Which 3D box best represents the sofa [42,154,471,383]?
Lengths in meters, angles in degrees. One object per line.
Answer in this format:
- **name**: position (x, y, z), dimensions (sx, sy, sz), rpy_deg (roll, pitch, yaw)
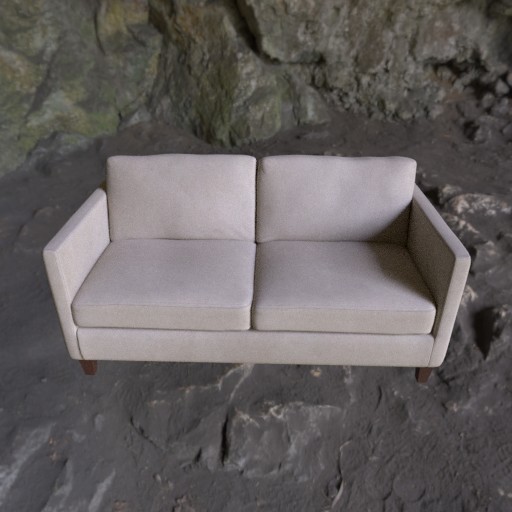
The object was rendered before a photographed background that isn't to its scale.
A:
- **sofa**: position (0.000, 0.000, 2.368), dimensions (1.846, 0.940, 0.950), rpy_deg (1, 30, 2)
